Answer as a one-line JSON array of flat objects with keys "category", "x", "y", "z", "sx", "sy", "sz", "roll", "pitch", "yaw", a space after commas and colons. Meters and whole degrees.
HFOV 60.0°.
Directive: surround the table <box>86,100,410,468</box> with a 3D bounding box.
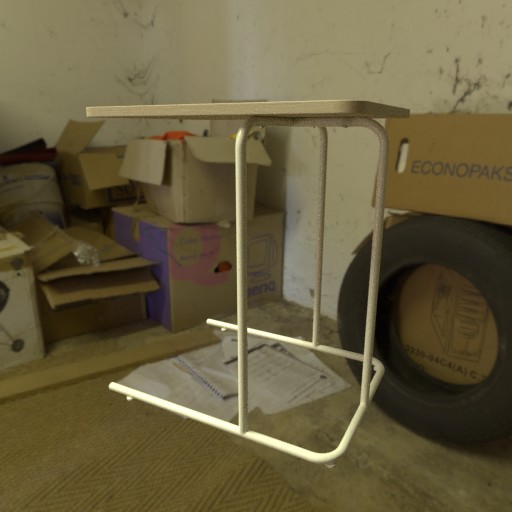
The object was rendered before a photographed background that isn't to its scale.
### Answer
[{"category": "table", "x": 0.000, "y": 0.000, "z": 0.871, "sx": 0.480, "sy": 0.550, "sz": 0.370, "roll": 8, "pitch": 18, "yaw": 27}]
